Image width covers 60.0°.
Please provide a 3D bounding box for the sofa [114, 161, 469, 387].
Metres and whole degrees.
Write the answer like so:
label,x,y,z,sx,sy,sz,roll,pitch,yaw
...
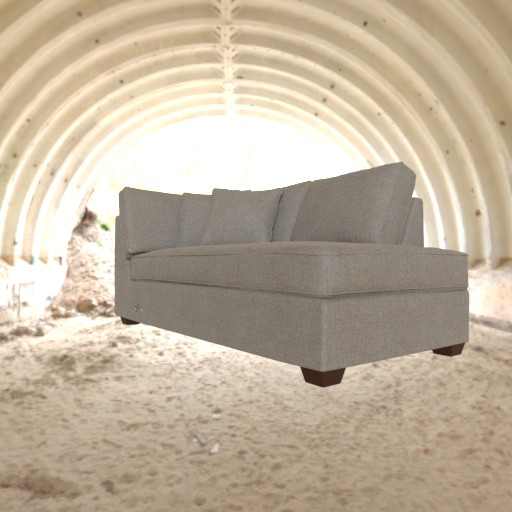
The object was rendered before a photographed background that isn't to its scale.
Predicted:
label,x,y,z,sx,sy,sz,roll,pitch,yaw
sofa,0.000,0.000,2.809,1.110,1.019,2.238,1,-1,-37
